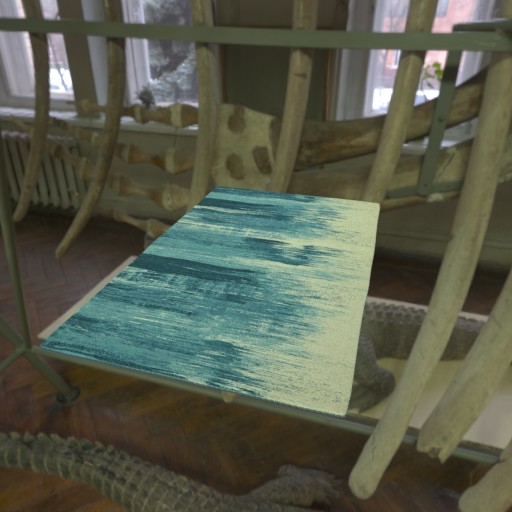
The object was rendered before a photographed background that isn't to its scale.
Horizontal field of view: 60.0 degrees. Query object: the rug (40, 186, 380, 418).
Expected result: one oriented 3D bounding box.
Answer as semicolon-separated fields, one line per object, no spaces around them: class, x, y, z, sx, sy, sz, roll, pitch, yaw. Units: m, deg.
rug;0.000;0.000;3.033;1.540;0.027;2.450;8;30;15
